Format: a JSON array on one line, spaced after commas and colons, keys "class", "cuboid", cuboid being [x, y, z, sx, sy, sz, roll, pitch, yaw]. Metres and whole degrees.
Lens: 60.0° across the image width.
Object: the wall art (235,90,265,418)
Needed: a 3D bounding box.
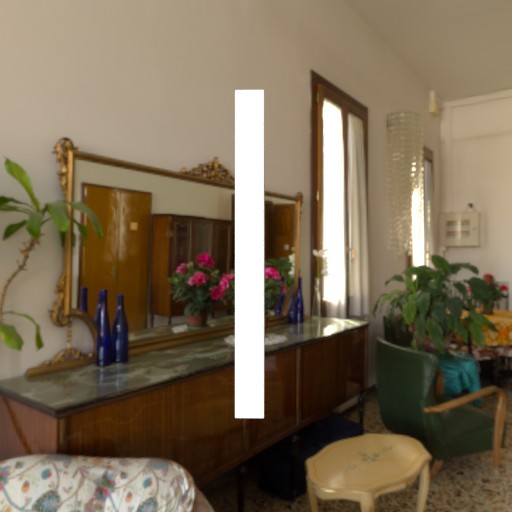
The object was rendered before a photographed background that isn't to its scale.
[{"class": "wall art", "cuboid": [0.000, 0.000, 0.987, 0.038, 0.431, 0.812, 0, 0, 1]}]
